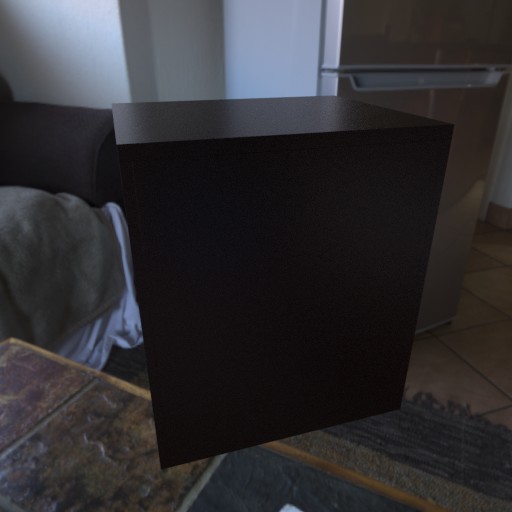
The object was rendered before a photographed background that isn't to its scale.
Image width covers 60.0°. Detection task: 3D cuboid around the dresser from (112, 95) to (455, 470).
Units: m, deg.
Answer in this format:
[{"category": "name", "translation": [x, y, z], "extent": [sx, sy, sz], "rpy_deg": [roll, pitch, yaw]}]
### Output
[{"category": "dresser", "translation": [0.000, 0.000, 0.749], "extent": [0.400, 0.470, 0.360], "rpy_deg": [-8, 27, -15]}]
